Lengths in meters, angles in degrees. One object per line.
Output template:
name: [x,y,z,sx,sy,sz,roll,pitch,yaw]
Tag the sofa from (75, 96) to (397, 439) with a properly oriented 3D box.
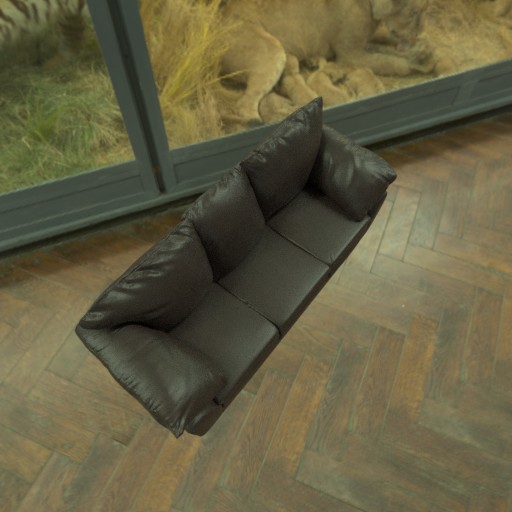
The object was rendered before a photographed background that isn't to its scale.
sofa: [0.000,0.000,3.022,0.907,1.091,2.390,33,63,20]
